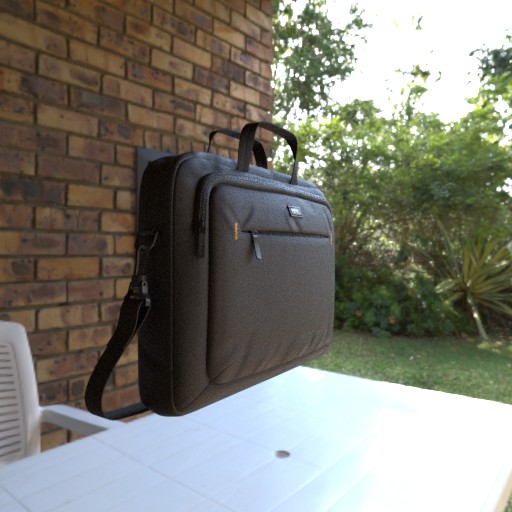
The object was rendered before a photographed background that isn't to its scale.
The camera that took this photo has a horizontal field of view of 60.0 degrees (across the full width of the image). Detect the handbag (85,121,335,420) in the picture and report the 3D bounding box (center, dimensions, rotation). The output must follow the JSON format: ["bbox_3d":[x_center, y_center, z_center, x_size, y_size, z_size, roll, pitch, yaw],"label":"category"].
[{"bbox_3d":[0.000,0.000,0.423,0.089,0.244,0.320,0,1,34],"label":"handbag"}]
